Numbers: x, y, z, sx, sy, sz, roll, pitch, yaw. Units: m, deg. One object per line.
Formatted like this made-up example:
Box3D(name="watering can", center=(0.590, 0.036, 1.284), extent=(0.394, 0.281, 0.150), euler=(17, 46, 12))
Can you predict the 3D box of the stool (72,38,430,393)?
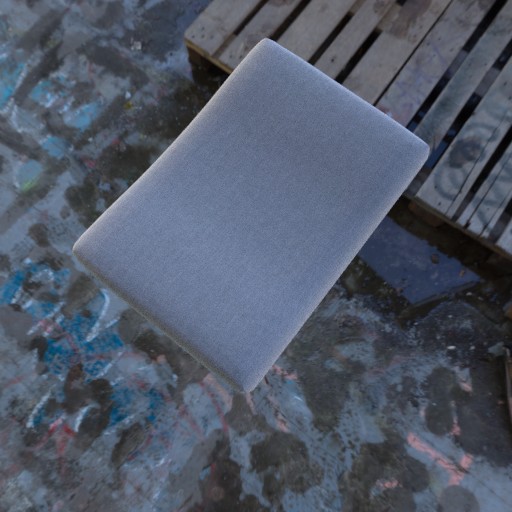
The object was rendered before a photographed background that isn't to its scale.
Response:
Box3D(name="stool", center=(0.000, 0.000, 1.021), extent=(0.356, 0.762, 0.508), euler=(37, 79, 9))
